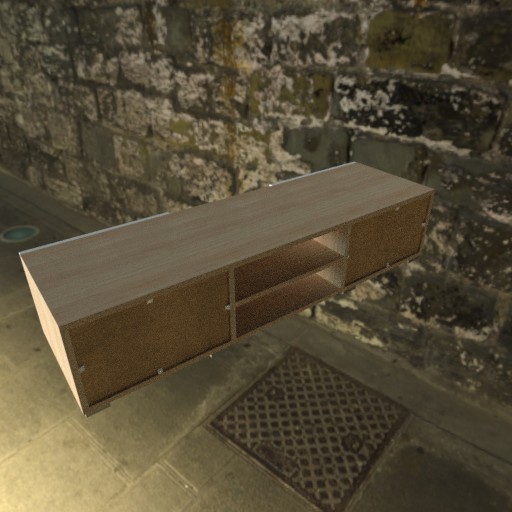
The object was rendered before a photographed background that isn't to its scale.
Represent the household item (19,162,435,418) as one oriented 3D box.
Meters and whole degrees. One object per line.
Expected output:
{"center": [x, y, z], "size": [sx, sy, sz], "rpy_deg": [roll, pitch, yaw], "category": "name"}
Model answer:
{"center": [0.000, 0.000, 1.573], "size": [1.400, 0.310, 0.420], "rpy_deg": [-20, 36, -31], "category": "household item"}
